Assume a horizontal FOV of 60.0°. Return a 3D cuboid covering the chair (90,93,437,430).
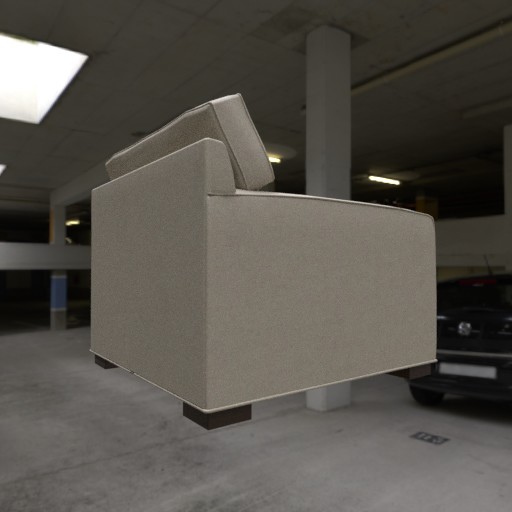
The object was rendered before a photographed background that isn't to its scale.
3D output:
[{"bbox_3d":[0.000,0.000,1.815,1.043,0.913,0.998,1,-1,-36],"label":"chair"}]
